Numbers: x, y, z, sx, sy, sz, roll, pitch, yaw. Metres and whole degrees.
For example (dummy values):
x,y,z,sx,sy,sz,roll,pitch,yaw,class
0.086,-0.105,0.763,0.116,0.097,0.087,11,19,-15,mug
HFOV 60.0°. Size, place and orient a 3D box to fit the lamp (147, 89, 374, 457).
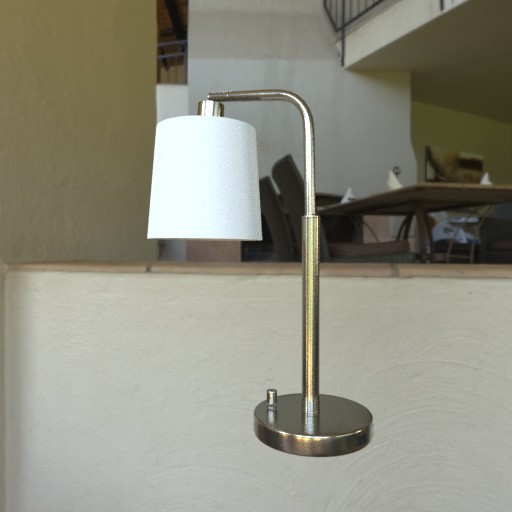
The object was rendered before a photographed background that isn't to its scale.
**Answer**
x,y,z,sx,sy,sz,roll,pitch,yaw,class
0.000,0.000,0.644,0.333,0.489,0.171,0,1,19,lamp
